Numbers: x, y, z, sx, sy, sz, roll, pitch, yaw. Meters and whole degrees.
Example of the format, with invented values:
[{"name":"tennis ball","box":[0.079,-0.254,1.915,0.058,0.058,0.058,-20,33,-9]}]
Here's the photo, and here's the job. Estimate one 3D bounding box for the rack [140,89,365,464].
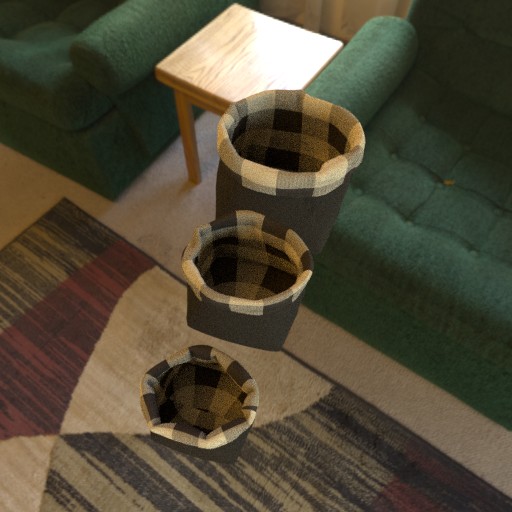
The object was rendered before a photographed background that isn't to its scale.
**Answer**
[{"name":"rack","box":[0.000,0.000,1.065,0.370,0.329,0.889,15,59,9]}]
